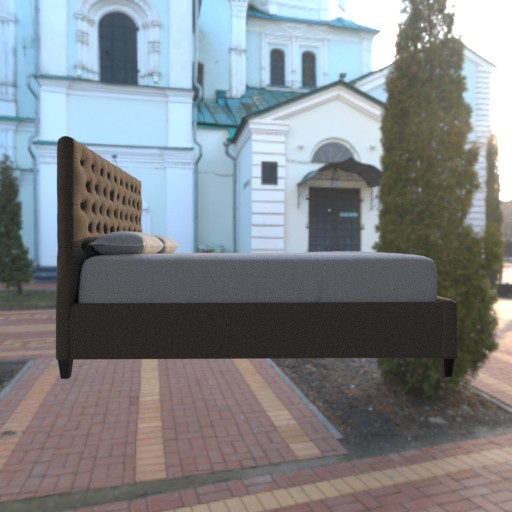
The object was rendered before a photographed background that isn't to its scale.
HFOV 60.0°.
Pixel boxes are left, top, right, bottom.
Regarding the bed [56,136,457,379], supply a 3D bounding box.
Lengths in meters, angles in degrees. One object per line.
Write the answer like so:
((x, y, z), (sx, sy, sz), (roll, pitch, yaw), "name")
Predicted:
((0.000, 0.000, 3.439), (2.387, 1.427, 1.698), (0, 1, -1), "bed")
